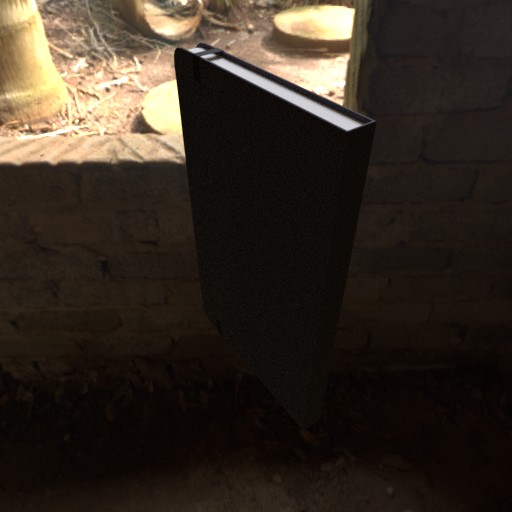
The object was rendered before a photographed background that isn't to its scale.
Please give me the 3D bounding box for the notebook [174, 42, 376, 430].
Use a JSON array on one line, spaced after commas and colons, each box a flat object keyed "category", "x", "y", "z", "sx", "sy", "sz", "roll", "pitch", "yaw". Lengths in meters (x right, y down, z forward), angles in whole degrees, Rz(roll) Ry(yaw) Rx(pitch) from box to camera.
[{"category": "notebook", "x": 0.000, "y": 0.000, "z": 0.265, "sx": 0.016, "sy": 0.213, "sz": 0.127, "roll": -26, "pitch": 48, "yaw": -26}]
